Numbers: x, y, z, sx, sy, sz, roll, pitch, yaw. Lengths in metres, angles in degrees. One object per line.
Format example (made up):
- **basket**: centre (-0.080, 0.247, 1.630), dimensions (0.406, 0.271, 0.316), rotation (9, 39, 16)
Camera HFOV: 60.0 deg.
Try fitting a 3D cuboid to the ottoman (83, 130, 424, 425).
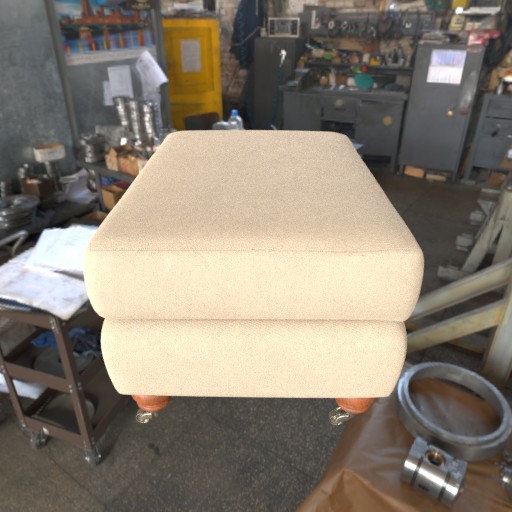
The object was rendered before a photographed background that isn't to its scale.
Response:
- **ottoman**: centre (0.000, 0.000, 1.114), dimensions (0.569, 0.504, 0.773), rotation (0, 29, 1)
